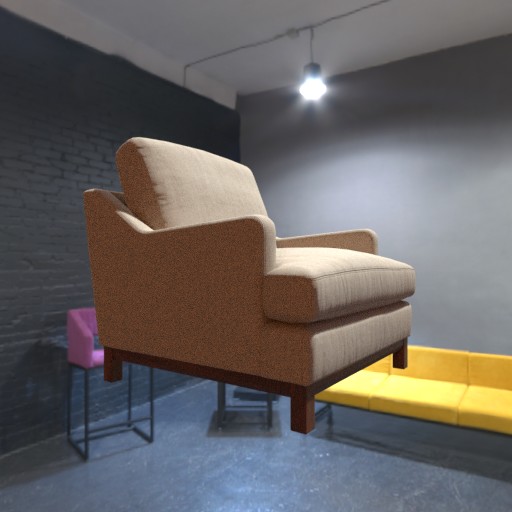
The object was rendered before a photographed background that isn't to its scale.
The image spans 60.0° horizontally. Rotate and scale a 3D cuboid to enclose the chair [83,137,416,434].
[{"bbox_3d":[0.000,0.000,1.748,1.001,0.916,0.912,0,0,36],"label":"chair"}]
